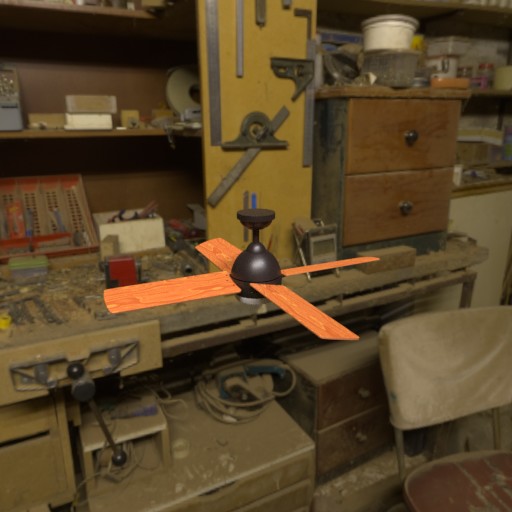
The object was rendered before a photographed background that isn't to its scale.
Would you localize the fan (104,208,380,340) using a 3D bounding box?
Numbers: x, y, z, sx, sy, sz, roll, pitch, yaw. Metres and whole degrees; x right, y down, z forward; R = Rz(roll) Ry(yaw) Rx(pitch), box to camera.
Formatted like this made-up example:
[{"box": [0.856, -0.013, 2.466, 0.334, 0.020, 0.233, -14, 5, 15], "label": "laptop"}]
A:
[{"box": [0.000, 0.000, 2.005, 1.332, 0.403, 1.332, -8, 19, -24], "label": "fan"}]
